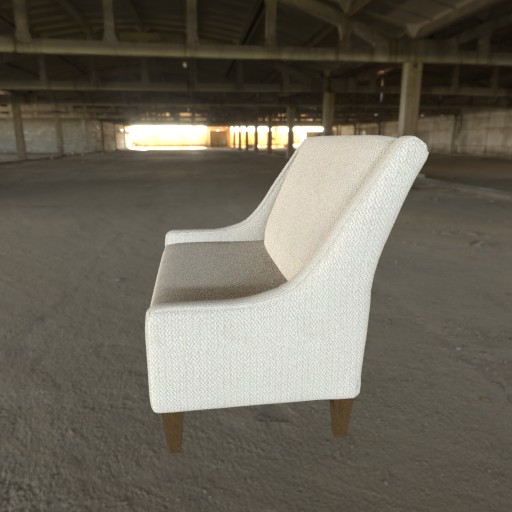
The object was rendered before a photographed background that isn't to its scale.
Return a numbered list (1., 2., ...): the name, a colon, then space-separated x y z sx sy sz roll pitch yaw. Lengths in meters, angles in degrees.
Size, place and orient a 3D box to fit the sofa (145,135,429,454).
1. sofa: 0.000 0.000 1.946 0.870 1.022 1.242 -2 15 -8
